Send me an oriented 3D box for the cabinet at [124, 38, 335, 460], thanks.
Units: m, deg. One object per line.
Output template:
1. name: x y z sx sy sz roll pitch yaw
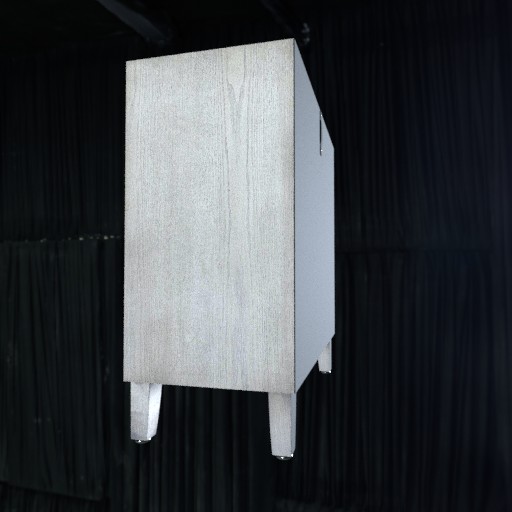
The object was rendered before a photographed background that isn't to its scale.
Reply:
1. cabinet: 0.000 0.000 1.239 0.370 0.787 0.781 0 -2 15
